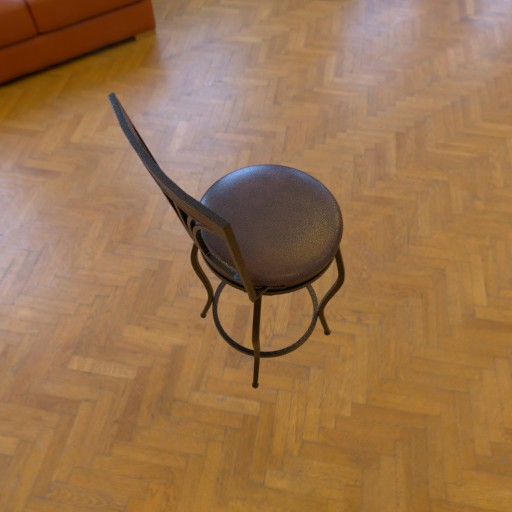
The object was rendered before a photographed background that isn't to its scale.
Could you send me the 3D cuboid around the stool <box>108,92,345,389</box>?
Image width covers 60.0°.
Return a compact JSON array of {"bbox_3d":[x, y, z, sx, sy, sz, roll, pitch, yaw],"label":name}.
[{"bbox_3d":[0.000,0.000,1.374,0.514,1.117,0.433,-32,62,-19],"label":"stool"}]
